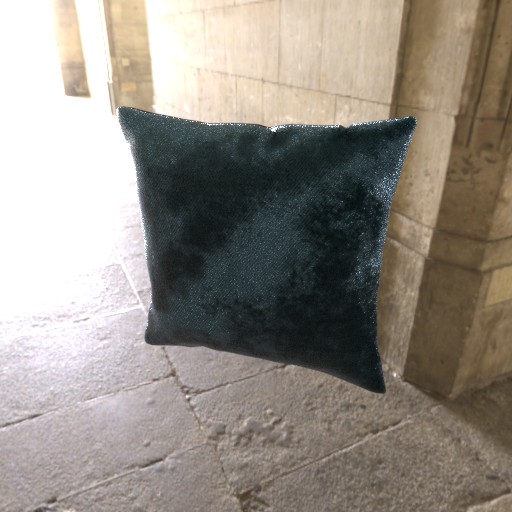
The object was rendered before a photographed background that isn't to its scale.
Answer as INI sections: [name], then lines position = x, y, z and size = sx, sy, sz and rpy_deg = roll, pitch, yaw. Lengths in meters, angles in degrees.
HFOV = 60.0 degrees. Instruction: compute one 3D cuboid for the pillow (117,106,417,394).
[pillow]
position = 0.000, 0.000, 0.675
size = 0.436, 0.430, 0.138
rpy_deg = 9, 28, 17
